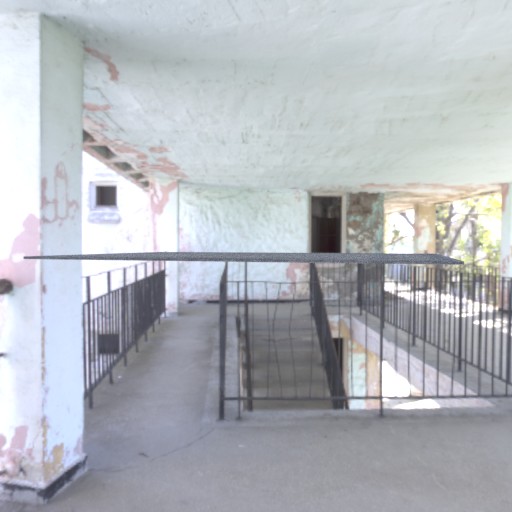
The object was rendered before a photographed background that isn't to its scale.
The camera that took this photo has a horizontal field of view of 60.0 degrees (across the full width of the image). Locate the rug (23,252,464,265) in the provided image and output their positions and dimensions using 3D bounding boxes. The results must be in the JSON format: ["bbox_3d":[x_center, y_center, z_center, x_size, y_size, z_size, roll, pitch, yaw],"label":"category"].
[{"bbox_3d":[0.000,0.000,2.295,1.819,0.012,1.208,1,2,18],"label":"rug"}]
